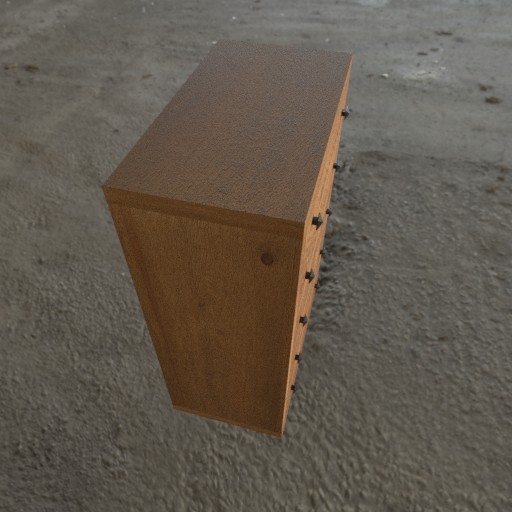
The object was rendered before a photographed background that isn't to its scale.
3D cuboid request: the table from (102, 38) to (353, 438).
[{"bbox_3d":[0.000,0.000,1.785,0.524,1.294,0.901,11,49,10],"label":"table"}]
